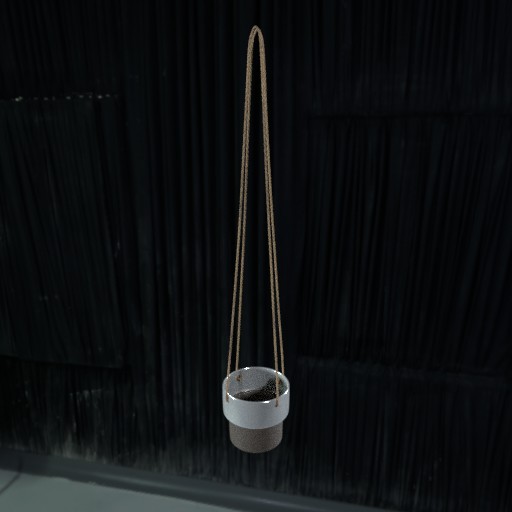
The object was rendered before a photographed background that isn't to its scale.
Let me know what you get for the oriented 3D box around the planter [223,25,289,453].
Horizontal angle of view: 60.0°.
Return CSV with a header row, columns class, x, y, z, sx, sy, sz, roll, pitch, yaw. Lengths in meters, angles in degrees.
class,x,y,z,sx,sy,sz,roll,pitch,yaw
planter,0.000,0.000,1.140,0.187,1.073,0.187,2,15,9
